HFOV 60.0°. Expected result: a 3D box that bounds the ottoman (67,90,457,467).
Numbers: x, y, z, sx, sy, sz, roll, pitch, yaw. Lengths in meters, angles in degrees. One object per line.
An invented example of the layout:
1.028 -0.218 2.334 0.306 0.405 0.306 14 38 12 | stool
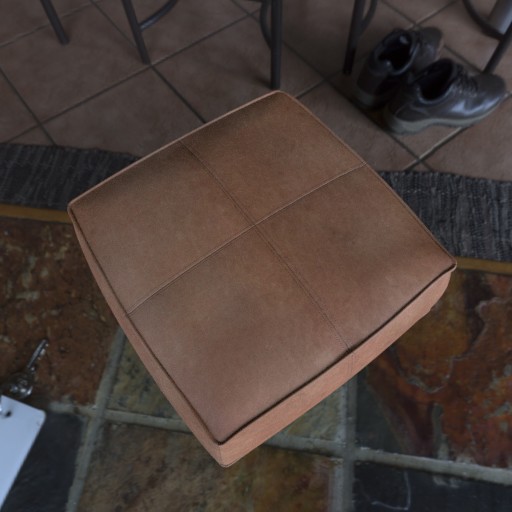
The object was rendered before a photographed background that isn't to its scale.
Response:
0.000 0.000 1.375 0.901 0.395 0.902 -33 69 -15 | ottoman
